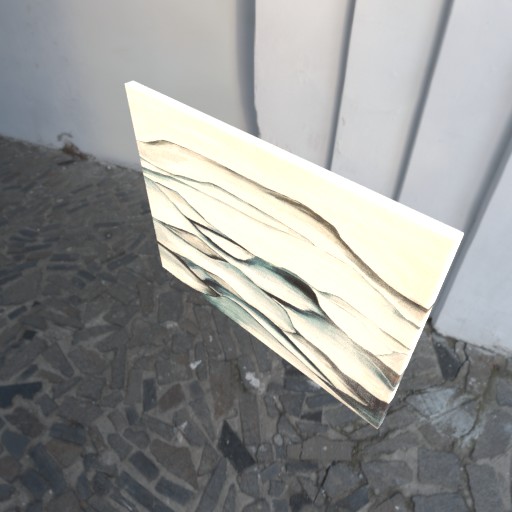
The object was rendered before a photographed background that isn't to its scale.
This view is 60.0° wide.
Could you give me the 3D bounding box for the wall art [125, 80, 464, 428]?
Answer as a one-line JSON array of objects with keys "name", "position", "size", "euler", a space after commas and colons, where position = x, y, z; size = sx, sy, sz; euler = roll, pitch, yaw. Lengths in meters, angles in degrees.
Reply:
[{"name": "wall art", "position": [0.000, 0.000, 1.585], "size": [1.219, 0.915, 0.039], "euler": [32, 53, 29]}]
